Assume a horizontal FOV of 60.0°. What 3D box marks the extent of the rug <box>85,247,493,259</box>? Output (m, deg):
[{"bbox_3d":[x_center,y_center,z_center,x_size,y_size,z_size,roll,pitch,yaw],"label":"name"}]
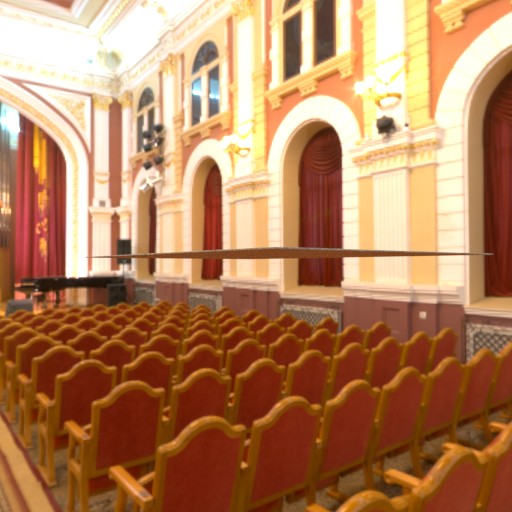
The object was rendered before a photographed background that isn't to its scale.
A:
[{"bbox_3d":[0.000,0.000,2.876,1.521,0.006,2.283,1,-1,-36],"label":"rug"}]
